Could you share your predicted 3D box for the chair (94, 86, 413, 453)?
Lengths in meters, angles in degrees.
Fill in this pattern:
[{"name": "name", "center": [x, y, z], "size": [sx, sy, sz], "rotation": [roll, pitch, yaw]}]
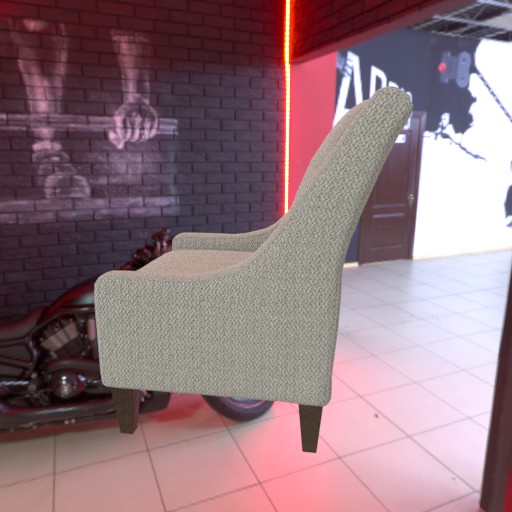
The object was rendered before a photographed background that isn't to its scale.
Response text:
[{"name": "chair", "center": [0.000, 0.000, 1.561], "size": [0.870, 1.014, 0.774], "rotation": [2, 13, 9]}]
